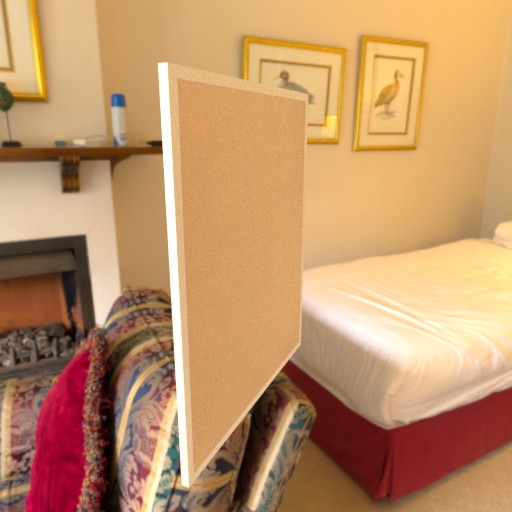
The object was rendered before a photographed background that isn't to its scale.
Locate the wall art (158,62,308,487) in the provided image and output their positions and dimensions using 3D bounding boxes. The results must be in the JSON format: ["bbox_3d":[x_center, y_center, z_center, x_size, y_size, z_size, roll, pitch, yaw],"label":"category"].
[{"bbox_3d":[0.000,0.000,0.763,0.012,0.557,0.482,7,17,24],"label":"wall art"}]
